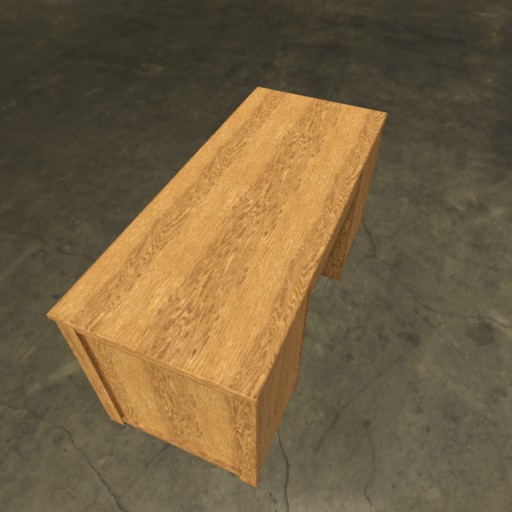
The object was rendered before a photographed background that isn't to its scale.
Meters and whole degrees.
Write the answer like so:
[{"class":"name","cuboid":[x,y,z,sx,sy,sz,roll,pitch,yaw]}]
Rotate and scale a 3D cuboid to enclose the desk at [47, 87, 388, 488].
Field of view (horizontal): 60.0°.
[{"class":"desk","cuboid":[0.000,0.000,1.975,0.685,0.751,1.567,18,49,16]}]
